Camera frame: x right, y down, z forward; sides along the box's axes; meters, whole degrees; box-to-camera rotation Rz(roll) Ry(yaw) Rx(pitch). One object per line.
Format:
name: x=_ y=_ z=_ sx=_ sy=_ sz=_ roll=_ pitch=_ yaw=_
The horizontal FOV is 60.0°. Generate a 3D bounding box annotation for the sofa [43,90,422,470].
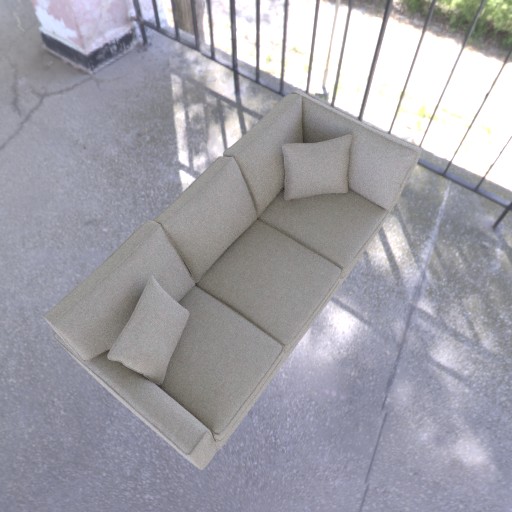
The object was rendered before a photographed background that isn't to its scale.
sofa: x=0.000 y=0.000 z=2.845 sx=1.061 sy=0.962 sz=2.317 roll=32 pitch=63 yaw=19
